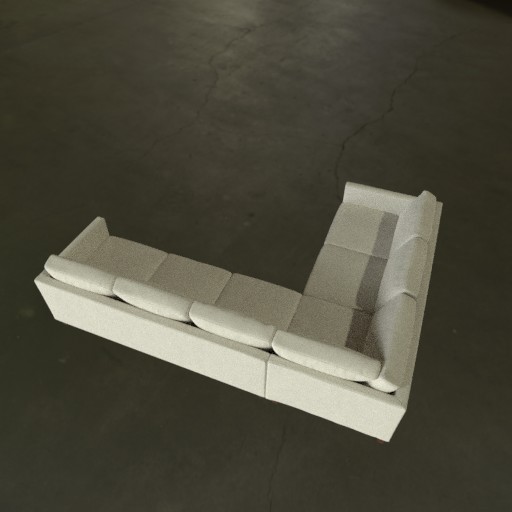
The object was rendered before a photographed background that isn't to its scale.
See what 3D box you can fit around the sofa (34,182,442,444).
[{"bbox_3d":[0.000,0.000,4.366,3.182,0.863,2.432,16,48,15],"label":"sofa"}]
